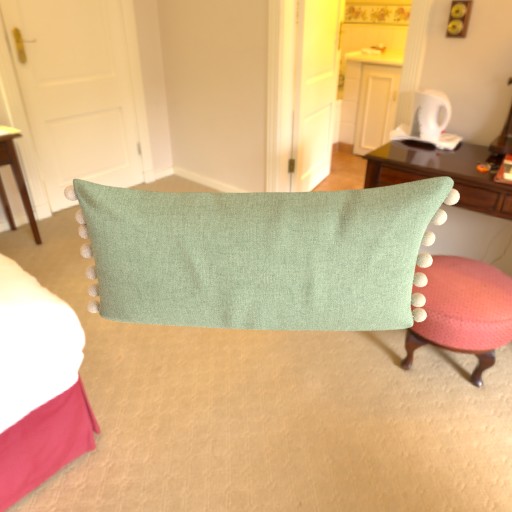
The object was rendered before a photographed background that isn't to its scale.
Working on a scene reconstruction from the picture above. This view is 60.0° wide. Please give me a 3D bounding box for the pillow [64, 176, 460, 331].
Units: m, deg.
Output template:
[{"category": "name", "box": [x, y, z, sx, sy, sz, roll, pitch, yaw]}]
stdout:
[{"category": "pillow", "box": [0.000, 0.000, 0.836, 0.709, 0.322, 0.201, 1, 30, 2]}]
